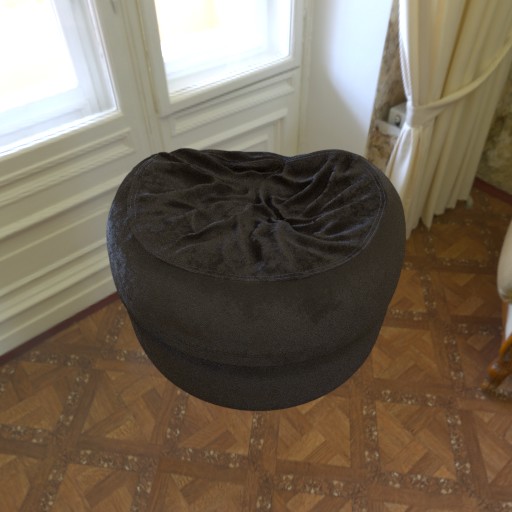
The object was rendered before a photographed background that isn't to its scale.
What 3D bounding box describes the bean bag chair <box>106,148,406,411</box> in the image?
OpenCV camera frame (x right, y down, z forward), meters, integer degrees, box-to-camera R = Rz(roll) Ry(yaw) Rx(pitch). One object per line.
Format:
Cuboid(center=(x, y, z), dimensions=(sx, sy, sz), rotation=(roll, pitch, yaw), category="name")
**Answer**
Cuboid(center=(0.000, 0.000, 1.488), dimensions=(0.918, 0.605, 0.918), rotation=(0, 45, 0), category="bean bag chair")
